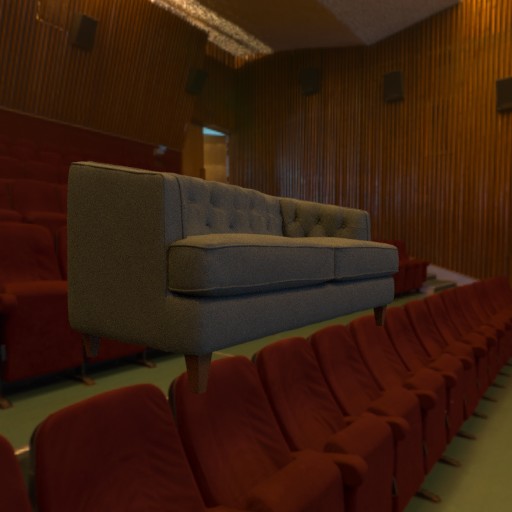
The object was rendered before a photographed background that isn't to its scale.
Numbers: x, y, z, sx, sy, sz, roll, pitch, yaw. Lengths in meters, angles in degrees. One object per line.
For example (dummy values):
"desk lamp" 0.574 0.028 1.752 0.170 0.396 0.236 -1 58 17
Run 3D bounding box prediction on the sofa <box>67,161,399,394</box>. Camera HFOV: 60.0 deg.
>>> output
"sofa" 0.000 0.000 2.261 0.941 0.855 1.733 0 1 36
